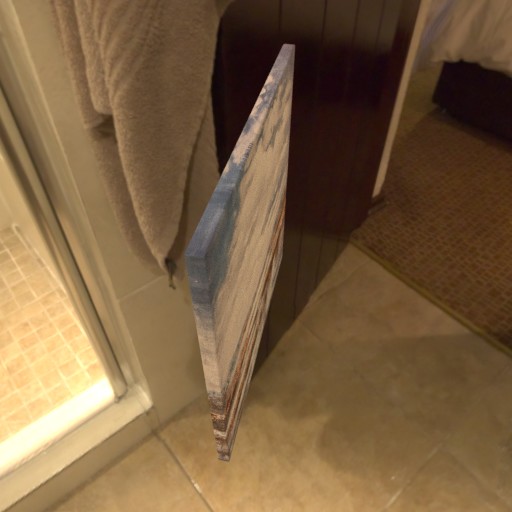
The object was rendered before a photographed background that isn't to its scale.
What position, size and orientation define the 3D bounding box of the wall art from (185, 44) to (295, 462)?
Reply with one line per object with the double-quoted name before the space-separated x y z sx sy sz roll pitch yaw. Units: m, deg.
"wall art" 0.000 0.000 1.324 0.035 0.897 0.888 9 47 9
